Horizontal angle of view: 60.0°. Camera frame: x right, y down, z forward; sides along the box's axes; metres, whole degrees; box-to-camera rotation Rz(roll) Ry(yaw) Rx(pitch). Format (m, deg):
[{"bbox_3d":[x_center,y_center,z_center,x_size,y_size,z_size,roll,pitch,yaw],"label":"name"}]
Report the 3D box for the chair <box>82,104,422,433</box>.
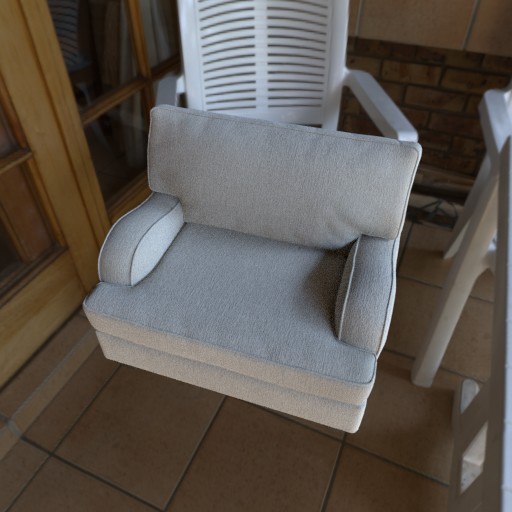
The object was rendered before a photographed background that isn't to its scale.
[{"bbox_3d":[0.000,0.000,2.011,1.220,1.016,1.041,13,44,13],"label":"chair"}]
